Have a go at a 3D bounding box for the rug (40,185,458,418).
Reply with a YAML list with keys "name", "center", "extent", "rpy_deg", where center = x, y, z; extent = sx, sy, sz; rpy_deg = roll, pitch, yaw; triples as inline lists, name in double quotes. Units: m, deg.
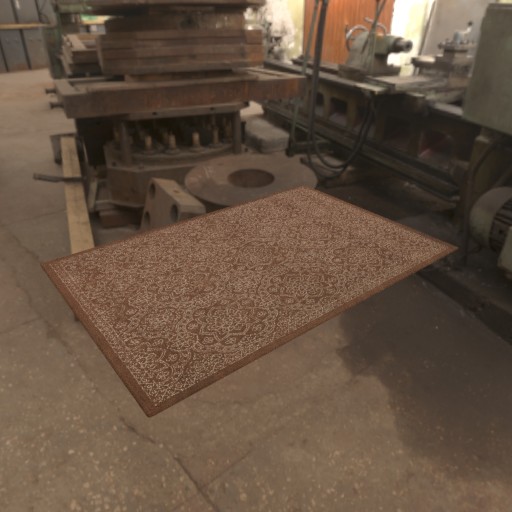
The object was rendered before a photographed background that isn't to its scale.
- name: "rug"
  center: [0.000, 0.000, 2.319]
  extent: [1.829, 0.010, 1.219]
  rpy_deg: [-21, 36, -32]
